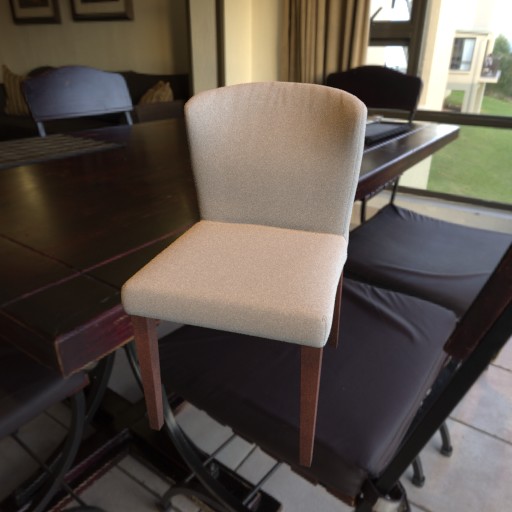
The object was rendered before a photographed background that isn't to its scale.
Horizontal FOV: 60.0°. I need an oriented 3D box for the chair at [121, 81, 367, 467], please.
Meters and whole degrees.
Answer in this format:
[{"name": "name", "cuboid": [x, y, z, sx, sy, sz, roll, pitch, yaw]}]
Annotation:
[{"name": "chair", "cuboid": [0.000, 0.000, 1.192, 0.491, 0.839, 0.592, 7, 26, 15]}]
